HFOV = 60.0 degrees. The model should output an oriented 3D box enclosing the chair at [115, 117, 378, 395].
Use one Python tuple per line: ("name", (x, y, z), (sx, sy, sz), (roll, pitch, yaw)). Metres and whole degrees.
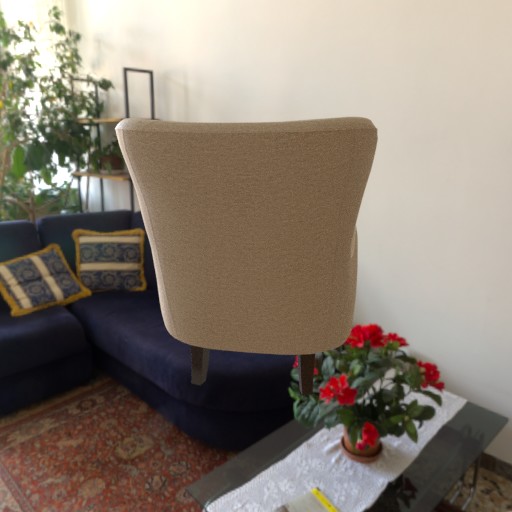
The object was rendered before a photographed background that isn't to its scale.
("chair", (0.000, 0.000, 1.820), (0.861, 1.064, 0.984), (2, 16, 9))
